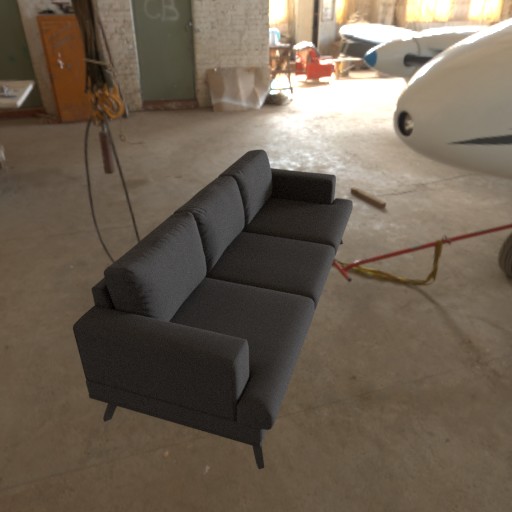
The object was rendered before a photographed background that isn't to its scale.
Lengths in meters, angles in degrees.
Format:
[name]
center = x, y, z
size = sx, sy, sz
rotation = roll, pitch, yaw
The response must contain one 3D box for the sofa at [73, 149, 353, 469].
[sofa]
center = 0.000, 0.000, 2.807
size = 0.920, 0.810, 2.310
rotation = 9, 31, 16
